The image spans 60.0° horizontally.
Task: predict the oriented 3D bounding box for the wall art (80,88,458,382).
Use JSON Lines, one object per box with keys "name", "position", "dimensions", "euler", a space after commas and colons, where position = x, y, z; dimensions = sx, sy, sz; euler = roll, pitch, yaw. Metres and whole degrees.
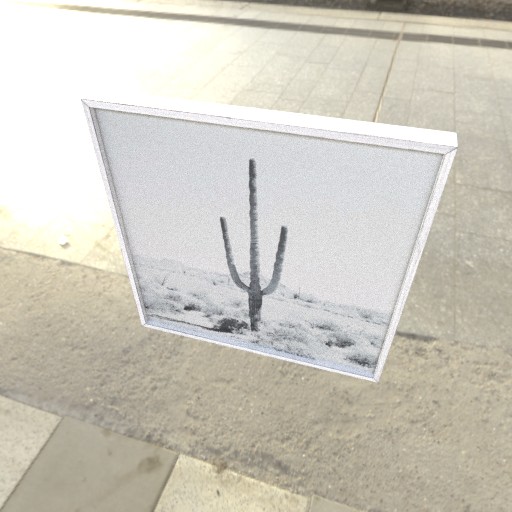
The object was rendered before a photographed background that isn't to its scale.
{"name": "wall art", "position": [0.000, 0.000, 0.760], "dimensions": [0.508, 0.508, 0.038], "euler": [11, 43, 12]}
